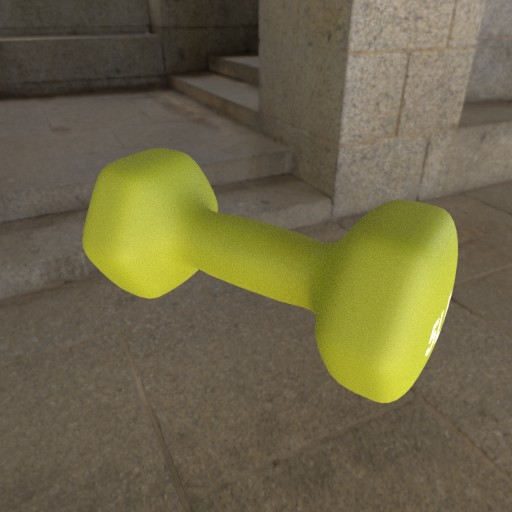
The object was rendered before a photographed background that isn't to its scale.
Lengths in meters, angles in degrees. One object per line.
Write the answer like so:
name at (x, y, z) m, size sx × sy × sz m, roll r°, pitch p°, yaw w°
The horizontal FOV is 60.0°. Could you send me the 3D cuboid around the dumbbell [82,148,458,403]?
dumbbell at (0.000, 0.000, 0.202) m, size 0.164 × 0.072 × 0.080 m, roll 18°, pitch 35°, yaw 29°
